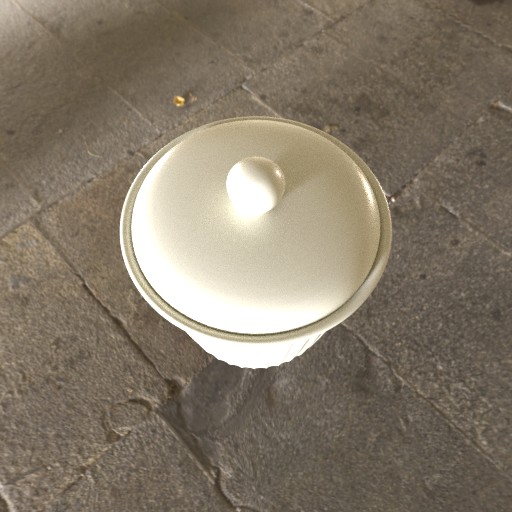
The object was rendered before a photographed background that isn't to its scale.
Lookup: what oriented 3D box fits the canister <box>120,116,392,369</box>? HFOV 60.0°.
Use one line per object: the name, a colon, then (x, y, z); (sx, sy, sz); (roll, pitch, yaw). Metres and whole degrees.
canister: (0.000, 0.000, 0.349); (0.181, 0.211, 0.181); (0, 62, 0)
